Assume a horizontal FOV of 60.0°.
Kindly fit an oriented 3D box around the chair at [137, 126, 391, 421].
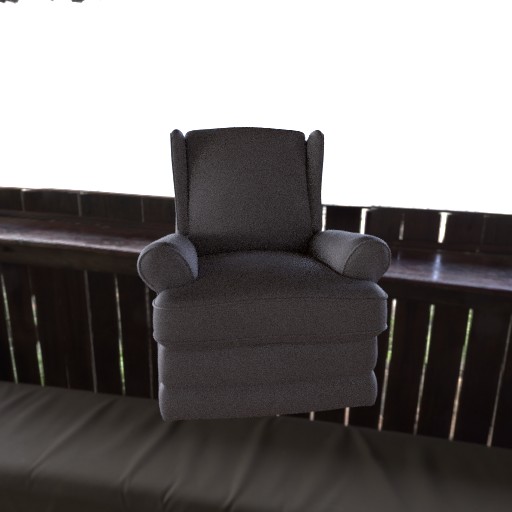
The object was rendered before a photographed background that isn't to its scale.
[{"bbox_3d":[0.000,0.000,1.770,0.847,1.011,0.969,-2,15,-7],"label":"chair"}]
